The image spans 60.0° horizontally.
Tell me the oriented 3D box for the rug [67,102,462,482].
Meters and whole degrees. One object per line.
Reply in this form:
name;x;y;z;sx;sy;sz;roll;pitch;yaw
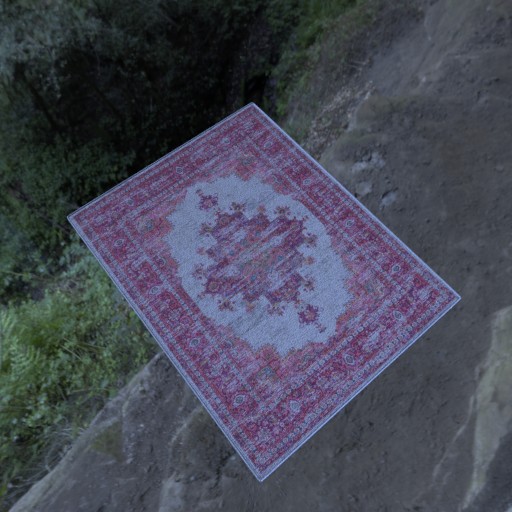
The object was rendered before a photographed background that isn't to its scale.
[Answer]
rug;0.000;0.000;4.331;2.447;0.017;3.123;-36;70;-15
